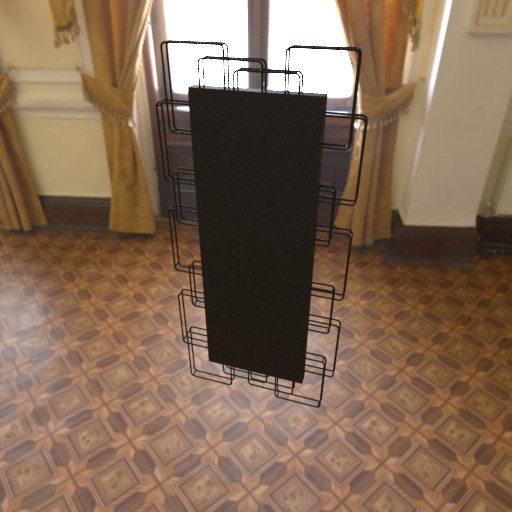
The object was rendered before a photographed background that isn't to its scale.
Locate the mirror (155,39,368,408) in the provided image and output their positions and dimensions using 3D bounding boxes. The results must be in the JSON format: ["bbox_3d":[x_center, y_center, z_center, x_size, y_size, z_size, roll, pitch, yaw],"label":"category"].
[{"bbox_3d":[0.000,0.000,1.372,0.565,1.192,0.037,10,33,15],"label":"mirror"}]
